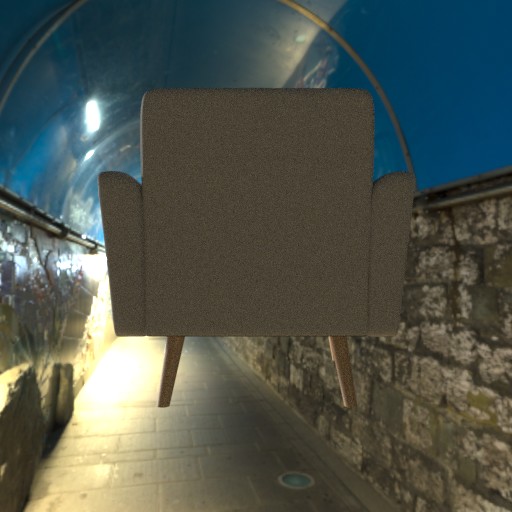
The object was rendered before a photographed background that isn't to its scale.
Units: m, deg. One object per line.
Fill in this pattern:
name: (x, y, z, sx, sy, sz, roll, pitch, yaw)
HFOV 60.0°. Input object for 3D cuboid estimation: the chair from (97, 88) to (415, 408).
chair: (0.000, 0.000, 1.413, 0.780, 0.780, 0.750, 0, -3, 0)
